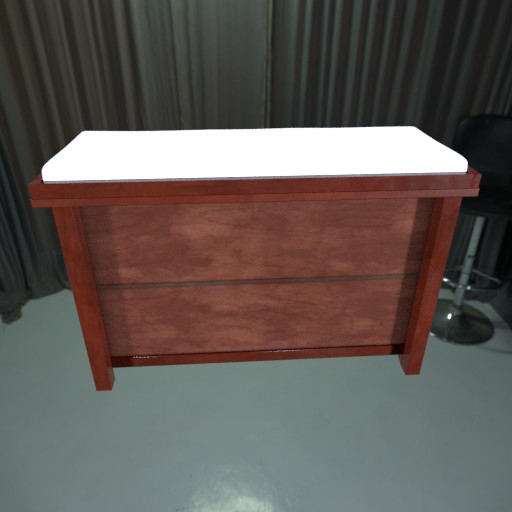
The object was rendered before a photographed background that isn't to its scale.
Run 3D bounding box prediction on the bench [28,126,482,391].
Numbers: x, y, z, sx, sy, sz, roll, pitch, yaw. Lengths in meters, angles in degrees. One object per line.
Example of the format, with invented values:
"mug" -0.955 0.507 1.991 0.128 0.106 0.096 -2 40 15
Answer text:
"bench" 0.000 0.000 1.259 0.987 0.646 0.369 -2 29 -3
